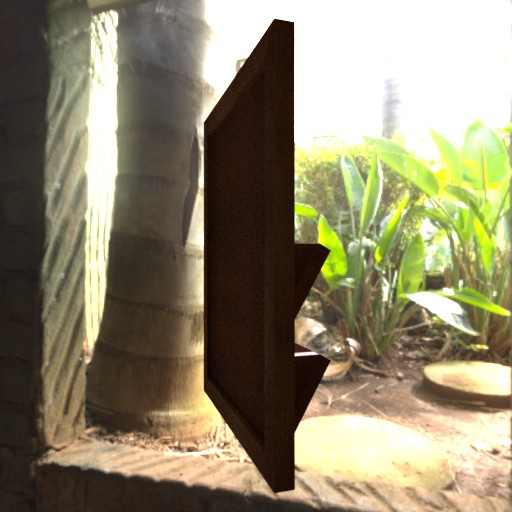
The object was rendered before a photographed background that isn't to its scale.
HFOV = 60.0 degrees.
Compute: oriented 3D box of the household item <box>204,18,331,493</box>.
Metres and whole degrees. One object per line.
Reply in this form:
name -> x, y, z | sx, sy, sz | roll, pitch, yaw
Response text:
household item -> 0.000, 0.000, 0.536 | 0.067, 0.407, 0.310 | 0, 0, -18
